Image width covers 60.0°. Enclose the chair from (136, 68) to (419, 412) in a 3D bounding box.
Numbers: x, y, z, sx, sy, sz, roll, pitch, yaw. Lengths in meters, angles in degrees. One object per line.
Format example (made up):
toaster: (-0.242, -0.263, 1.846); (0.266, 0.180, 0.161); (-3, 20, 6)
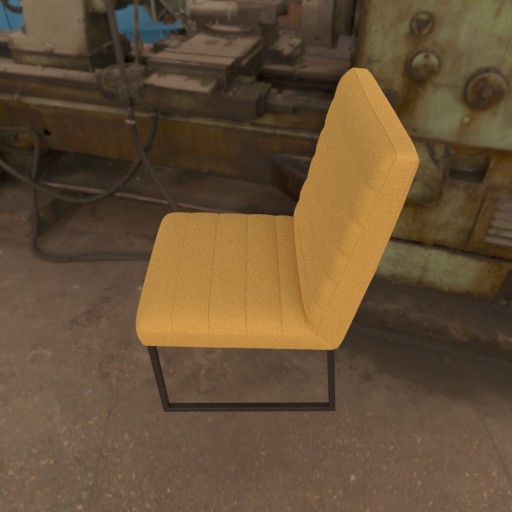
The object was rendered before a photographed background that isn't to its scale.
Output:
chair: (0.000, 0.000, 1.305); (0.634, 0.930, 0.520); (0, 41, 0)
